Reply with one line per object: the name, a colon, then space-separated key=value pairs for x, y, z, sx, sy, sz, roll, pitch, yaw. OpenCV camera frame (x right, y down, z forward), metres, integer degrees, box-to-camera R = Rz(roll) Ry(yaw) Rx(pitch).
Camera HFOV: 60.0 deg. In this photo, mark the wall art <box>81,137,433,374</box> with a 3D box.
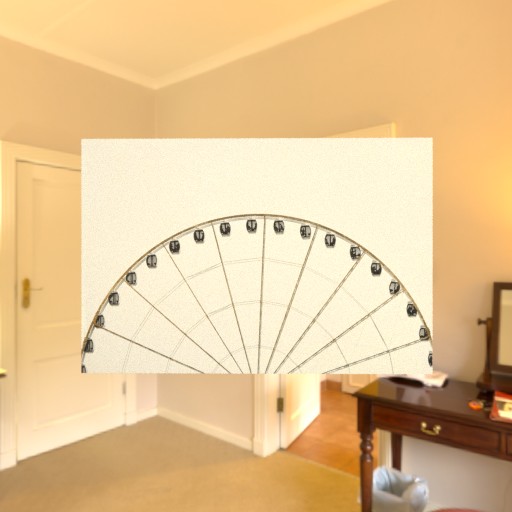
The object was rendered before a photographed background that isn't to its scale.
wall art: x=0.000 y=0.000 z=1.460 sx=1.144 sy=0.767 sz=0.038 roll=0 pitch=0 yaw=1
